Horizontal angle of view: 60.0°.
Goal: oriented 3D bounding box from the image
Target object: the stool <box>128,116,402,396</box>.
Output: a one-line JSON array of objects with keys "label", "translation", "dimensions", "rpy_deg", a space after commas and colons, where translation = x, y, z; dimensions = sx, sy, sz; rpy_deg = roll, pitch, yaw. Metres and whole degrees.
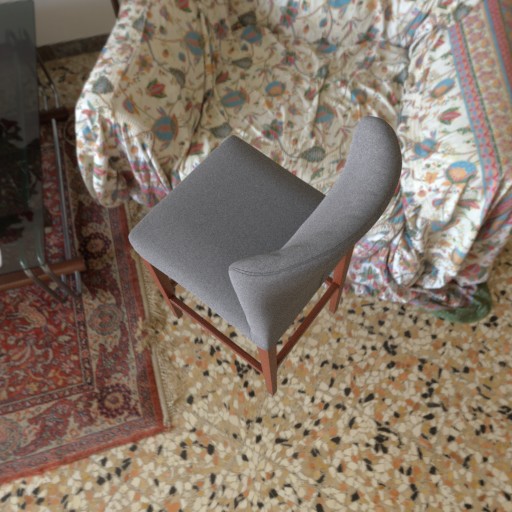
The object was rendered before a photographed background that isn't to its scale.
[{"label": "stool", "translation": [0.000, 0.000, 1.345], "dimensions": [0.568, 1.069, 0.481], "rpy_deg": [35, 69, 16]}]
